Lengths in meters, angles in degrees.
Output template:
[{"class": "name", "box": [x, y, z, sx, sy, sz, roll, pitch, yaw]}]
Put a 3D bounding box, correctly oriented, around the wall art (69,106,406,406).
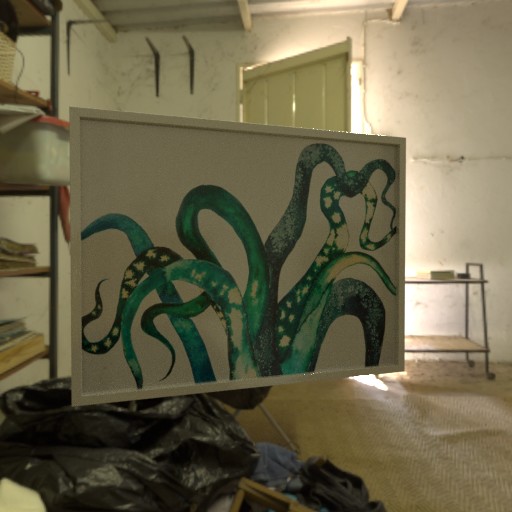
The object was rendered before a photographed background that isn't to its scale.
[{"class": "wall art", "box": [0.000, 0.000, 1.350, 1.041, 0.787, 0.053, 0, 1, -18]}]
